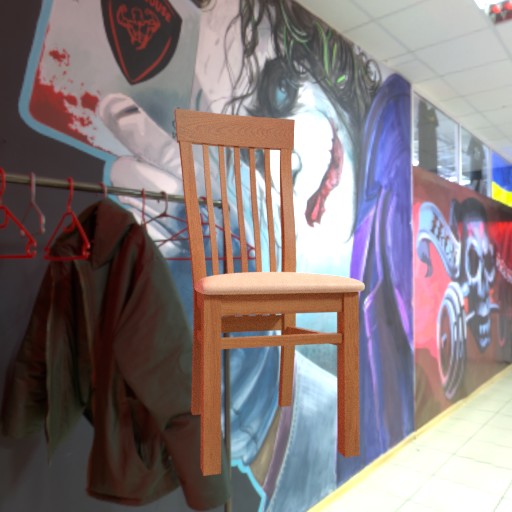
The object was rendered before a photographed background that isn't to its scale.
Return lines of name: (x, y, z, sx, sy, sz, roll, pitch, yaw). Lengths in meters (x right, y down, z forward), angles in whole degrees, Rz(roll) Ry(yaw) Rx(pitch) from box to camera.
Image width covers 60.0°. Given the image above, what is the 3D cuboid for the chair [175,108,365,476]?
chair: (0.000, 0.000, 1.371, 0.450, 1.050, 0.580, 0, -1, -16)
